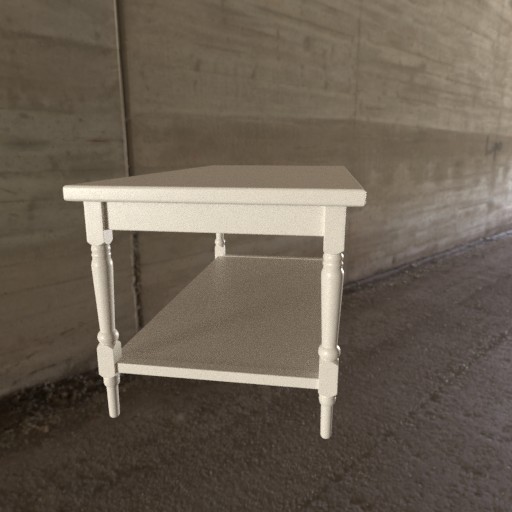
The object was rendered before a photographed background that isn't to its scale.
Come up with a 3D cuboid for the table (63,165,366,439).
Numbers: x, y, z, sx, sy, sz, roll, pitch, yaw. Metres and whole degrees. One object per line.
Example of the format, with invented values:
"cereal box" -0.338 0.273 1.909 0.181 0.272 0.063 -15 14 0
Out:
"table" 0.000 0.000 1.370 0.550 0.510 1.107 2 14 9
